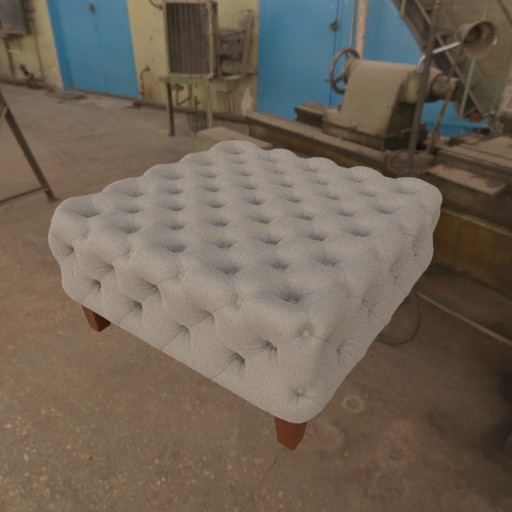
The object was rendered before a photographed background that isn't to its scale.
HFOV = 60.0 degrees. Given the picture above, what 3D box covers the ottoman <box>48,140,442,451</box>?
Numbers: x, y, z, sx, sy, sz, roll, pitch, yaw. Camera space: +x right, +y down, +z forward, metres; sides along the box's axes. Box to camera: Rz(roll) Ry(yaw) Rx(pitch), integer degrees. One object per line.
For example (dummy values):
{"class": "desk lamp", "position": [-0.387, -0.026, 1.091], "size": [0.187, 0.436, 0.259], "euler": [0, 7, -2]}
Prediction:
{"class": "ottoman", "position": [0.000, 0.000, 1.429], "size": [0.917, 0.439, 0.911], "euler": [20, 37, 30]}
